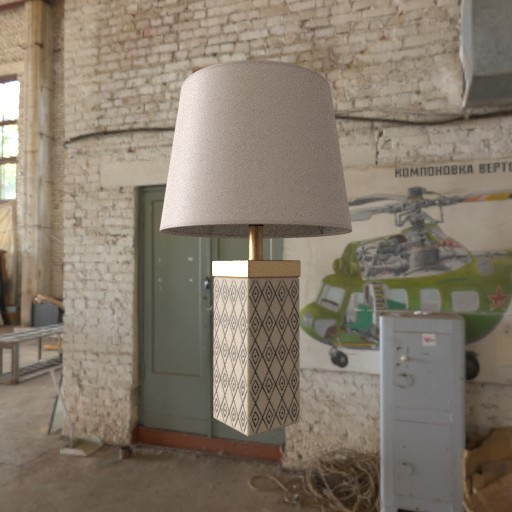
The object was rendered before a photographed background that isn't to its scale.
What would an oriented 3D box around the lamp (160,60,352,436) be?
[{"bbox_3d":[0.000,0.000,0.591,0.251,0.435,0.251,0,-1,0],"label":"lamp"}]
